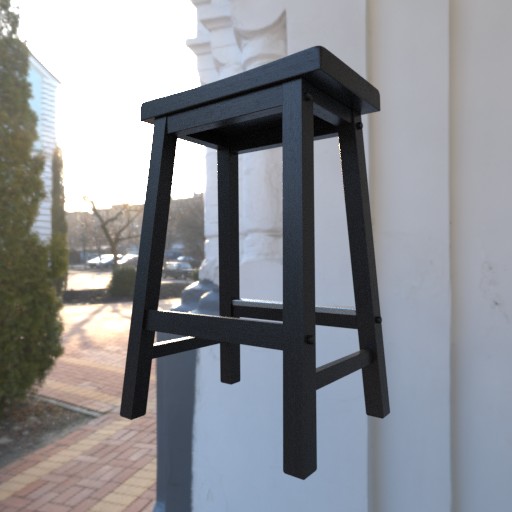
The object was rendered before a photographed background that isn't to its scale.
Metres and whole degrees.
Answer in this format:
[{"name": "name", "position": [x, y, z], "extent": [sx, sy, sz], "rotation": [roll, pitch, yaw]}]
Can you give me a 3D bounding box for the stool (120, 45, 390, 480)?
[{"name": "stool", "position": [0.000, 0.000, 0.849], "extent": [0.406, 0.610, 0.322], "rotation": [0, 0, 37]}]
